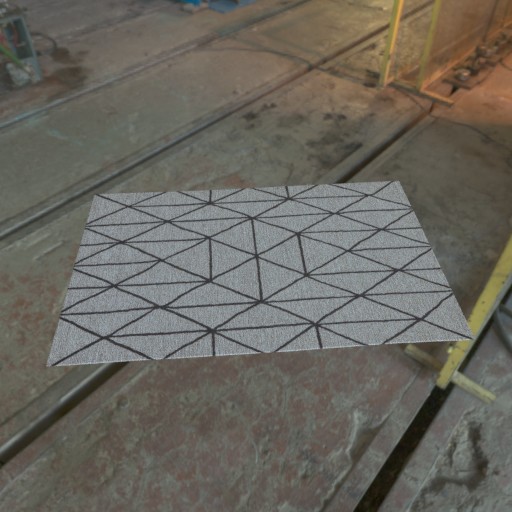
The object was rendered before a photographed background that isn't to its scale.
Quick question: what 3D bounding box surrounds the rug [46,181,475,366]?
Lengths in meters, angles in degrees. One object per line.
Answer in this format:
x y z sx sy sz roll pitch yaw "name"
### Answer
0.000 0.000 3.061 2.465 0.008 1.526 -3 47 -3 "rug"
